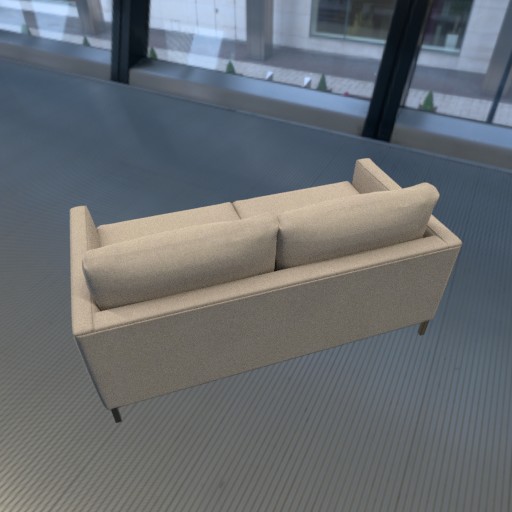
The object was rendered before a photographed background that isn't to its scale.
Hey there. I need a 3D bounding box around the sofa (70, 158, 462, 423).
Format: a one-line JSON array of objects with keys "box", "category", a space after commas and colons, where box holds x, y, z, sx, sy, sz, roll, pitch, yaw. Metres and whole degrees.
[{"box": [0.000, 0.000, 2.202, 1.682, 0.840, 0.875, -12, 41, -14], "category": "sofa"}]
